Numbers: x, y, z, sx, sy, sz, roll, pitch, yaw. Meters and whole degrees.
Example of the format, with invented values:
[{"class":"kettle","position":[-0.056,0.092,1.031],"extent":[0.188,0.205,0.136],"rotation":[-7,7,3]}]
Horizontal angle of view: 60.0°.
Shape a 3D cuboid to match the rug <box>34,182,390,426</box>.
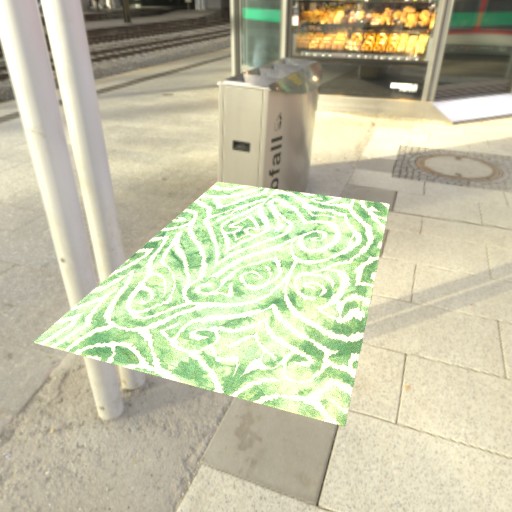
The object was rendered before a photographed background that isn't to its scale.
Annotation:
[{"class":"rug","position":[0.000,0.000,2.314],"extent":[1.220,0.006,1.826],"rotation":[10,32,16]}]
